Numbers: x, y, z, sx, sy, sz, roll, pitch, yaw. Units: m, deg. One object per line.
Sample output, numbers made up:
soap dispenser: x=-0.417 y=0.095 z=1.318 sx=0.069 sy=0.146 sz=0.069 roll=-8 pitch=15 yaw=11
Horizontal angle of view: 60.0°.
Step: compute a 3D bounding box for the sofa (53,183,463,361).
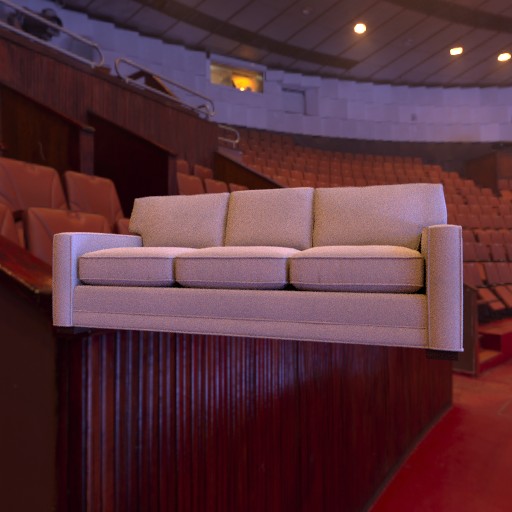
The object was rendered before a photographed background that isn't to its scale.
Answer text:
sofa: x=0.000 y=0.000 z=2.561 sx=2.088 sy=0.862 sz=0.935 roll=0 pitch=0 yaw=19
